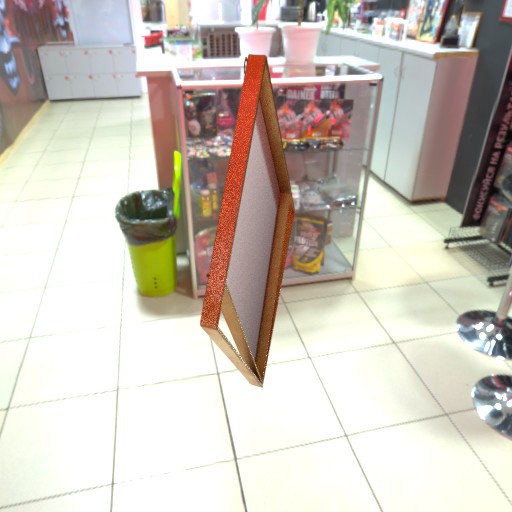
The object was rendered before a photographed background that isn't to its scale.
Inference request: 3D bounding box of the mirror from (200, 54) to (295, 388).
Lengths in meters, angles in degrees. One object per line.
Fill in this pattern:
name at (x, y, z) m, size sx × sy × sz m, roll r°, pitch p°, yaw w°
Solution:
mirror at (0.000, 0.000, 0.815) m, size 0.032 × 0.679 × 0.419 m, roll 11°, pitch 33°, yaw 17°
